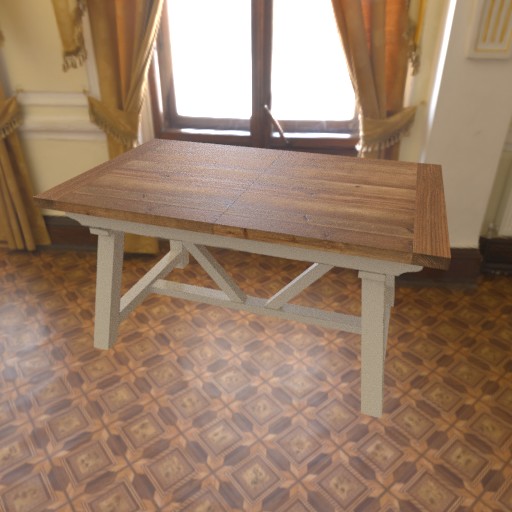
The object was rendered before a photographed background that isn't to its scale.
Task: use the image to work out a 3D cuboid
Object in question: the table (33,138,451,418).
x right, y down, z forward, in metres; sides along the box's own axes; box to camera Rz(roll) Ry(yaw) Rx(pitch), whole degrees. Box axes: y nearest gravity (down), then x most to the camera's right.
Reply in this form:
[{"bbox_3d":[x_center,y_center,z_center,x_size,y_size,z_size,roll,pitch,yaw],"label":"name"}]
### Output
[{"bbox_3d":[0.000,0.000,2.060,1.503,0.743,0.922,9,31,16],"label":"table"}]
